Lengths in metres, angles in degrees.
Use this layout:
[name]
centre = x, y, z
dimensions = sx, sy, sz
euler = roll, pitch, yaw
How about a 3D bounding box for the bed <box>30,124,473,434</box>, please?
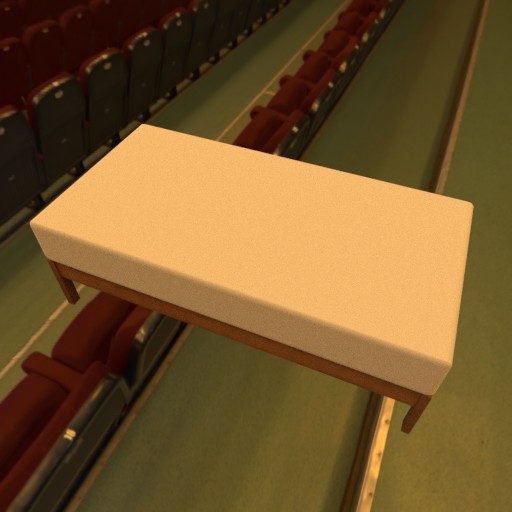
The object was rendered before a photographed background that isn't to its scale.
[bed]
centre = 0.000, 0.000, 2.320
dimensions = 1.902, 0.616, 0.961
euler = 17, 49, 16
